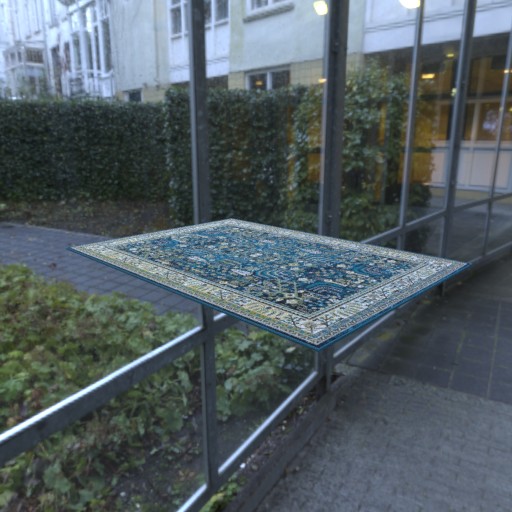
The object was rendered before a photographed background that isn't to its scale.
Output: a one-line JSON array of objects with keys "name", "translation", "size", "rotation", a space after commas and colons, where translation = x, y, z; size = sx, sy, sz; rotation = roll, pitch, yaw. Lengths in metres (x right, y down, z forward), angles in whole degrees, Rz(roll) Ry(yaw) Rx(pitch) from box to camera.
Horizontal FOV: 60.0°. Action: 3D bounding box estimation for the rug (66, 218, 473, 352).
[{"name": "rug", "translation": [0.000, 0.000, 2.952], "size": [2.213, 0.013, 1.594], "rotation": [14, 21, 42]}]
